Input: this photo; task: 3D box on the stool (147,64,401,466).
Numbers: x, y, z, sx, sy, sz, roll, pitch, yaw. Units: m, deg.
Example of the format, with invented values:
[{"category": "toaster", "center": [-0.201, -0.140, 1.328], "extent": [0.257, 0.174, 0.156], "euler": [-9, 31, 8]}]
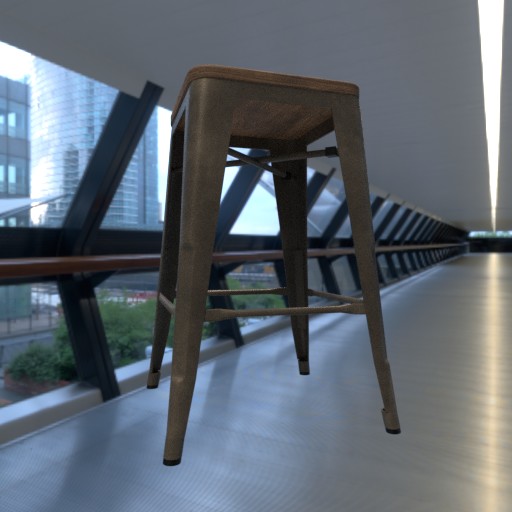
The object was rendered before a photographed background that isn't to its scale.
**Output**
[{"category": "stool", "center": [0.000, 0.000, 0.893], "extent": [0.407, 0.607, 0.407], "euler": [0, 0, -17]}]
